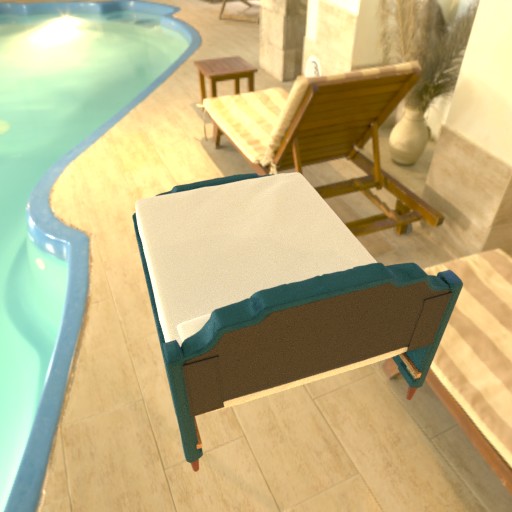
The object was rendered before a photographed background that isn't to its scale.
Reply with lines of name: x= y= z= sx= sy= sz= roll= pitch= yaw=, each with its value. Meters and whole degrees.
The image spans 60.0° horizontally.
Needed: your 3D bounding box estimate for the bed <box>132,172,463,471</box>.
bed: x=0.000 y=0.000 z=3.400 sx=1.678 sy=1.338 sz=2.322 roll=-12 pitch=41 yaw=-14
